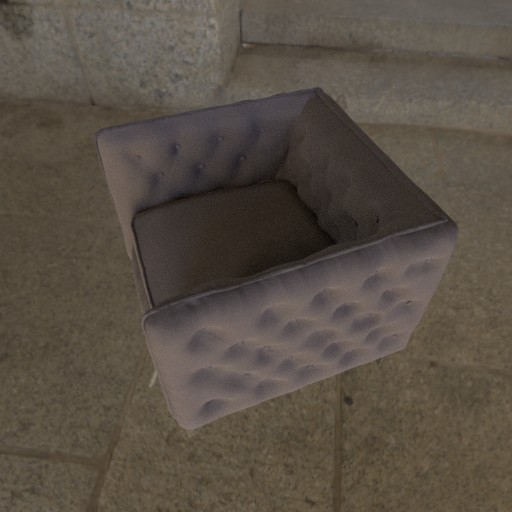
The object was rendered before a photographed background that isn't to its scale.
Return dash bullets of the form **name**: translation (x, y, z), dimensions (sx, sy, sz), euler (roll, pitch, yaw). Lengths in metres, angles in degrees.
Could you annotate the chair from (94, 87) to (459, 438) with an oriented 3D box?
- **chair**: translation (0.000, 0.000, 1.661), dimensions (0.913, 0.807, 0.946), euler (-16, 50, -14)
